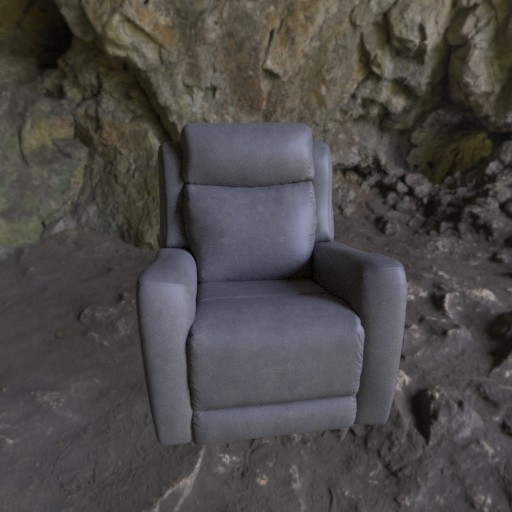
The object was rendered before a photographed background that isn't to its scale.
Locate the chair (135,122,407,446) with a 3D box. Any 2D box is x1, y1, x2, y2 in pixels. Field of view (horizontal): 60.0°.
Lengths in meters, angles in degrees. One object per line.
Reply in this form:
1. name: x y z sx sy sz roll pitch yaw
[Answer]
1. chair: 0.000 0.000 1.955 0.967 1.116 1.068 -2 18 -7
